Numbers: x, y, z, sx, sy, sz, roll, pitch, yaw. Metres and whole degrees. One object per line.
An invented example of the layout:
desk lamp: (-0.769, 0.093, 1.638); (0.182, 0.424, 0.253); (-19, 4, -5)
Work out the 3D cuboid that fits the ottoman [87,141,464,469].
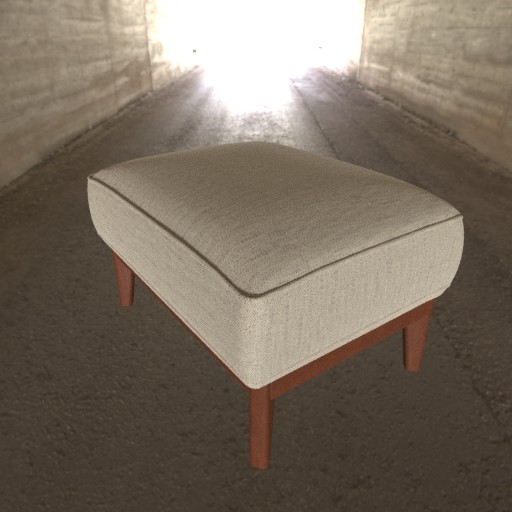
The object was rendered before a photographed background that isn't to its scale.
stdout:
ottoman: (0.000, 0.000, 1.133); (0.594, 0.465, 0.794); (-18, 32, -31)
